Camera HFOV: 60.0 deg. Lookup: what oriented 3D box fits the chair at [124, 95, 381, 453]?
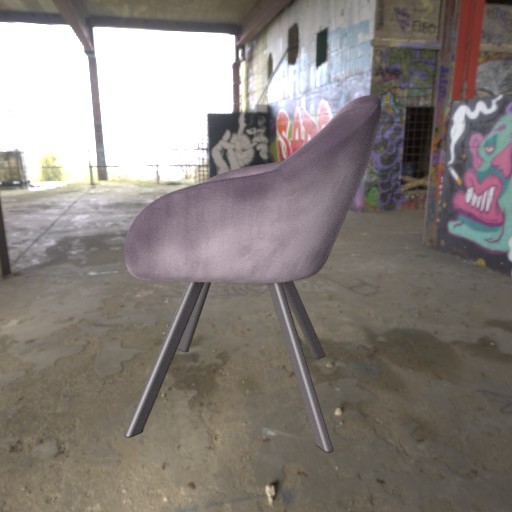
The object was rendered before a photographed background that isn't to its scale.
[{"bbox_3d":[0.000,0.000,1.174,0.590,0.795,0.550,2,15,6],"label":"chair"}]
